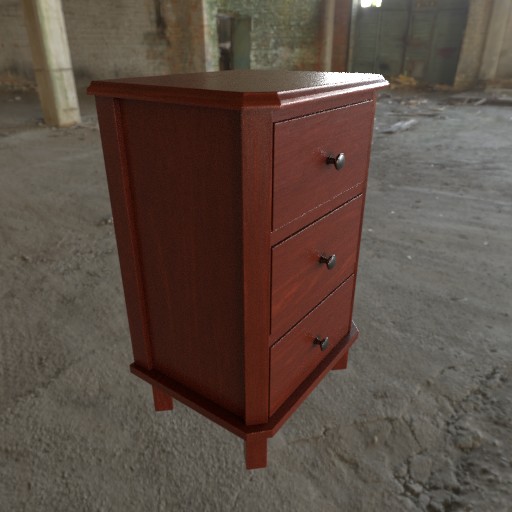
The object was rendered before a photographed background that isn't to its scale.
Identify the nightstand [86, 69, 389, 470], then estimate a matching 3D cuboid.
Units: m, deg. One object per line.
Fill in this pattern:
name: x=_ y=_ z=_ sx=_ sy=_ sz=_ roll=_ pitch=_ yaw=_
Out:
nightstand: x=0.000 y=0.000 z=0.910 sx=0.351 sy=0.681 sz=0.435 roll=17 pitch=31 yaw=32
